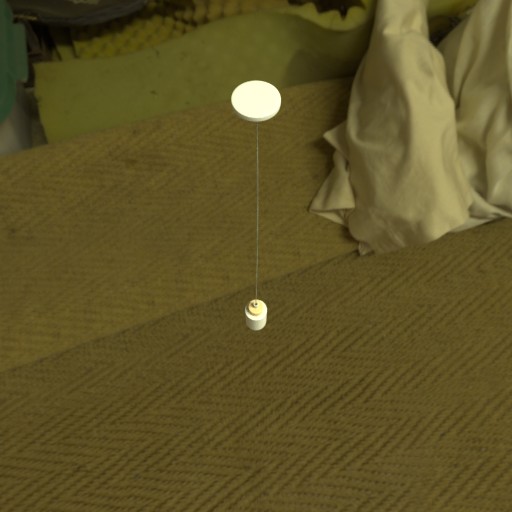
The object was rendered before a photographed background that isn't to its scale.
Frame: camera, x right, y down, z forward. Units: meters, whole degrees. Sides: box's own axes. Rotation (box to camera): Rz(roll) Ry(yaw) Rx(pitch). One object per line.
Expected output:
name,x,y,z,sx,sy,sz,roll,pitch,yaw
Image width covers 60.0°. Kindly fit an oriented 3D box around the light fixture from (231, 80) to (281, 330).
light fixture,0.000,0.000,1.921,0.125,1.798,0.125,-35,69,-16
